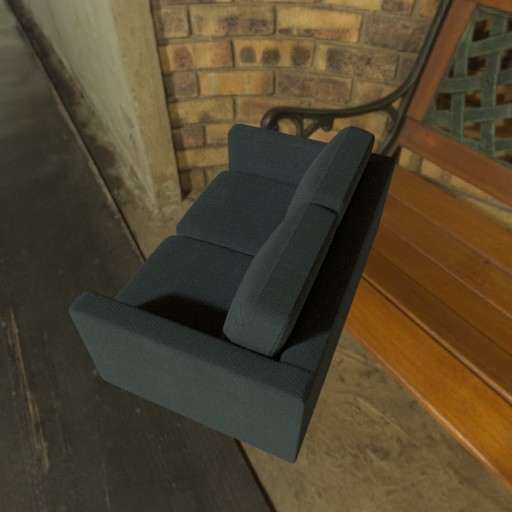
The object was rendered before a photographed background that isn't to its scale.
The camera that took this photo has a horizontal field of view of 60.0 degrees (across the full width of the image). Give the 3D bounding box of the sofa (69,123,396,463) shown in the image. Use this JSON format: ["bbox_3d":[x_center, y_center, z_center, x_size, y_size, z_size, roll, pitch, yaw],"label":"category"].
[{"bbox_3d":[0.000,0.000,2.209,0.999,0.930,1.518,17,48,16],"label":"sofa"}]
